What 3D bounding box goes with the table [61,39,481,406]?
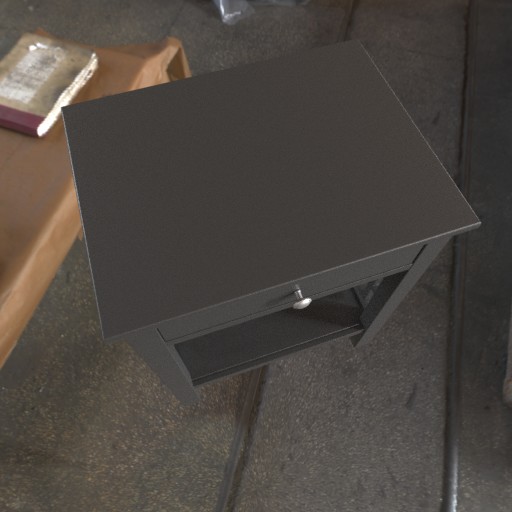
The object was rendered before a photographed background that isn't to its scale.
[{"bbox_3d":[0.000,0.000,0.994,0.564,0.646,0.451,-17,64,-9],"label":"table"}]
